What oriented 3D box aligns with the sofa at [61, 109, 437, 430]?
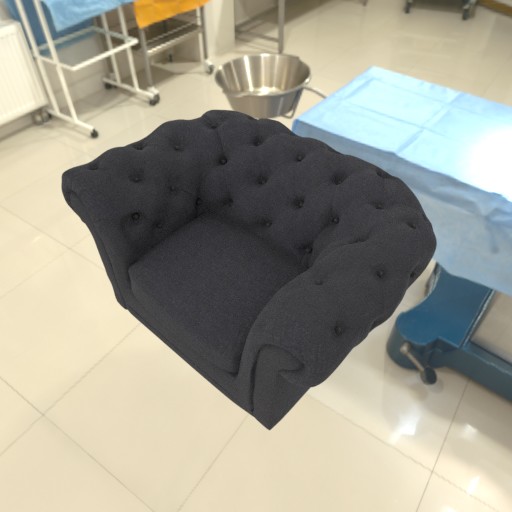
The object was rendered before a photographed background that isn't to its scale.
[{"bbox_3d":[0.000,0.000,2.044,1.405,0.878,1.032,33,54,28],"label":"sofa"}]
